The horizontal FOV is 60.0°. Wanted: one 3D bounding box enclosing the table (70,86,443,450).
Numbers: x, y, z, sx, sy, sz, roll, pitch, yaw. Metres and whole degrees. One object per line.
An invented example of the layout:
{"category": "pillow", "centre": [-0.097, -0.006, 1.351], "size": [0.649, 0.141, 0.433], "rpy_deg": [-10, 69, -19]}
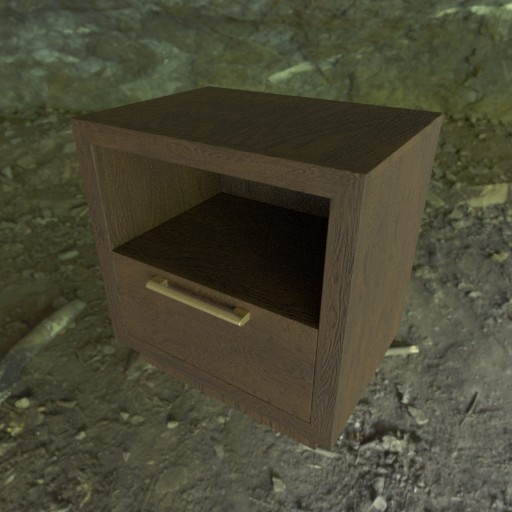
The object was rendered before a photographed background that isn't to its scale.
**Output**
{"category": "table", "centre": [0.000, 0.000, 0.952], "size": [0.560, 0.585, 0.439], "rpy_deg": [18, 34, 28]}
